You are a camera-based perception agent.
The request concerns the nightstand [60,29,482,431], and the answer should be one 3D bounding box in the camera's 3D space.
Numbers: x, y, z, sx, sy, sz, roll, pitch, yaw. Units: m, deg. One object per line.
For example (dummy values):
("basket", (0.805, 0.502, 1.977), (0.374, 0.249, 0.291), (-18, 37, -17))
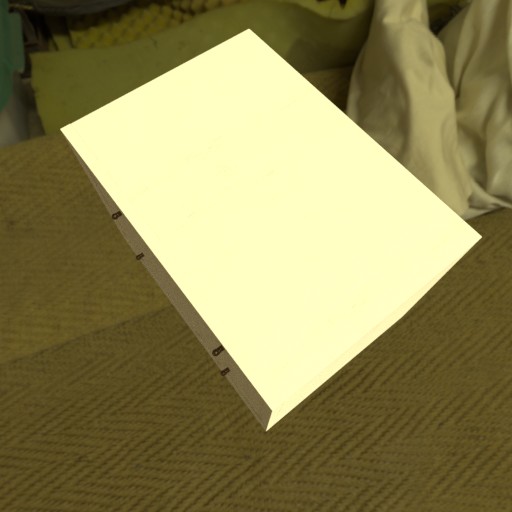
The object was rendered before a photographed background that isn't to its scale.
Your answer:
("nightstand", (0.000, 0.000, 1.029), (0.447, 0.604, 0.614), (-35, 70, -15))
